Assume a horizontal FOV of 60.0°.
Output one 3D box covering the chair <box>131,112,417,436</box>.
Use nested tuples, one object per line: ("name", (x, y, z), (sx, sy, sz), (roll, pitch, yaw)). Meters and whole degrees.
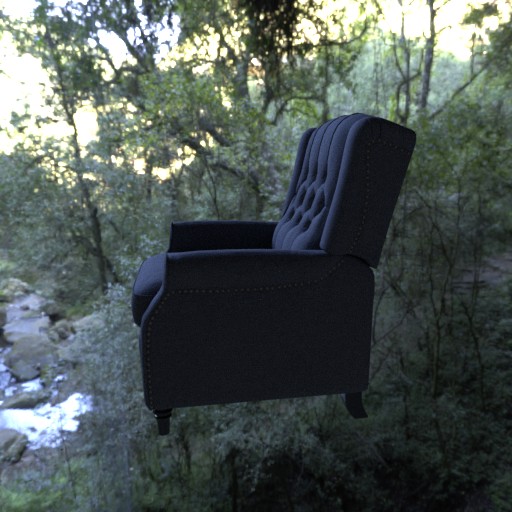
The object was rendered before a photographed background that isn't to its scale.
("chair", (0.000, 0.000, 1.687), (0.898, 1.035, 0.742), (-2, 13, -9))
